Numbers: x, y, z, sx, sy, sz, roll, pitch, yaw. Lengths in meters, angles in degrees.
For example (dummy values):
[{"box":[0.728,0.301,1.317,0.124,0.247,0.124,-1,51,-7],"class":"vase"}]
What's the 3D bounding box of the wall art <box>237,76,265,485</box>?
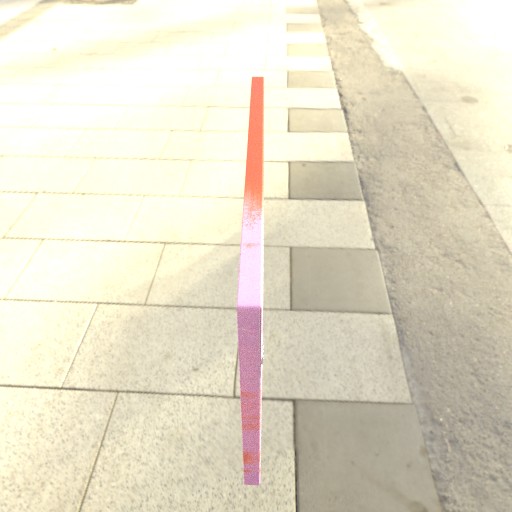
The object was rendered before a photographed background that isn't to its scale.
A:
[{"box":[0.000,0.000,1.162,0.040,0.609,0.913,1,41,1],"class":"wall art"}]
